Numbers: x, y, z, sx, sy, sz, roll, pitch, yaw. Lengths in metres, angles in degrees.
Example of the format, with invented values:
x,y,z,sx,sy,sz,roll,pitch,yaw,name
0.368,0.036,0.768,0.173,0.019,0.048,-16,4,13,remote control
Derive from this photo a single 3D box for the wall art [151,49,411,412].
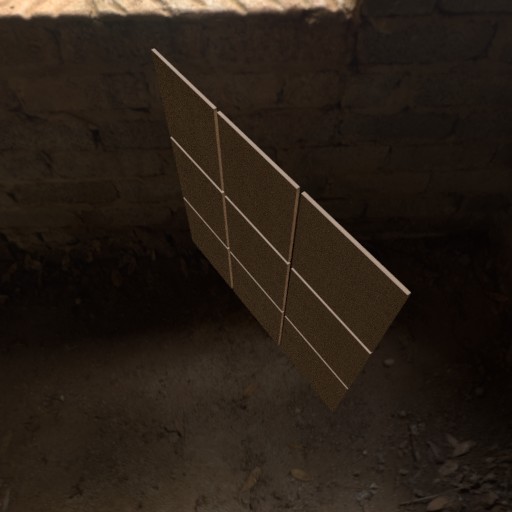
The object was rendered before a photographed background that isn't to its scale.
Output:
x,y,z,sx,sy,sz,roll,pitch,yaw,name
0.000,0.000,1.834,0.013,1.218,1.219,-33,64,-19,wall art
